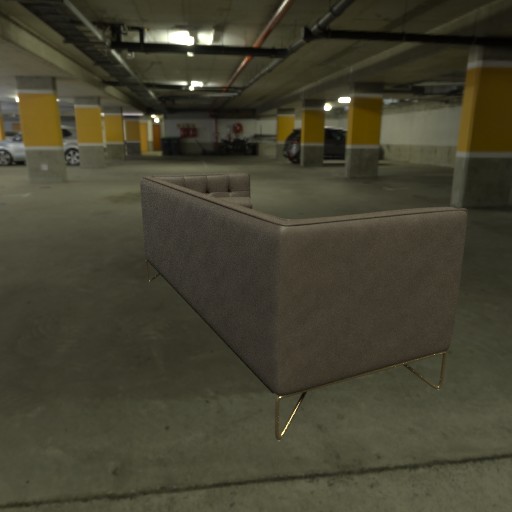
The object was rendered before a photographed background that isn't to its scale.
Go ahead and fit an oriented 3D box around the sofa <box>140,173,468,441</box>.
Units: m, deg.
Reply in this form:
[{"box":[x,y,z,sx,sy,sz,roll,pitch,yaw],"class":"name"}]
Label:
[{"box":[0.000,0.000,2.529,0.867,0.789,2.087,-7,16,-25],"class":"sofa"}]
